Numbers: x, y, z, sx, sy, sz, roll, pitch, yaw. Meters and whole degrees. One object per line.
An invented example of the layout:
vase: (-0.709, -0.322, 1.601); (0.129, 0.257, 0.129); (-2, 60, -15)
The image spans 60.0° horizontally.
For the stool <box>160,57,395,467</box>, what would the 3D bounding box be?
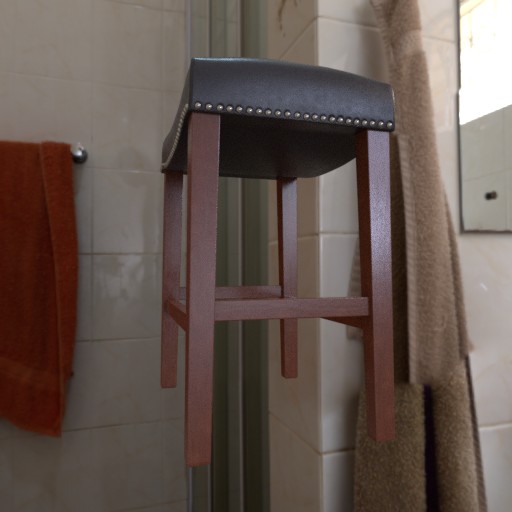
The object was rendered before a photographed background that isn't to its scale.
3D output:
stool: (0.000, 0.000, 0.958); (0.372, 0.654, 0.504); (0, -1, -17)
